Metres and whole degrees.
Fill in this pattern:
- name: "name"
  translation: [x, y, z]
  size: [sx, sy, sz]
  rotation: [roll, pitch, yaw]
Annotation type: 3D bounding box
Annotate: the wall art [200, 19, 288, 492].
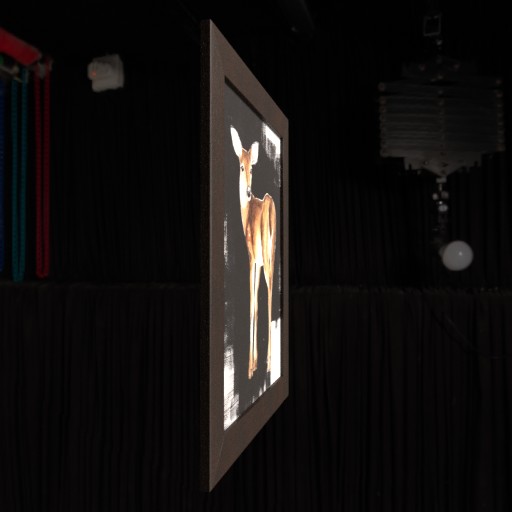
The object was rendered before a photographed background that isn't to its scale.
- name: "wall art"
  translation: [0.000, 0.000, 0.648]
  size: [0.013, 0.508, 0.359]
  rotation: [0, -1, 18]
